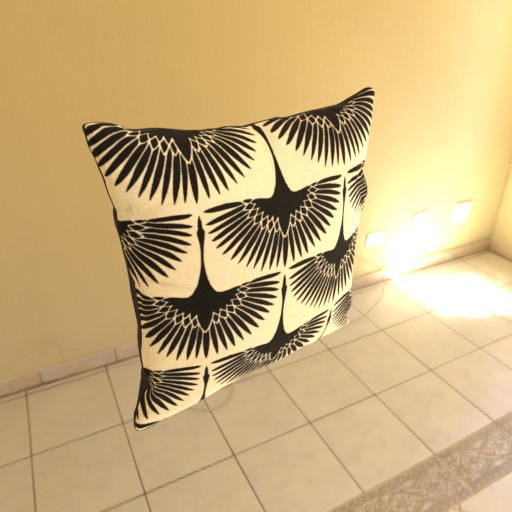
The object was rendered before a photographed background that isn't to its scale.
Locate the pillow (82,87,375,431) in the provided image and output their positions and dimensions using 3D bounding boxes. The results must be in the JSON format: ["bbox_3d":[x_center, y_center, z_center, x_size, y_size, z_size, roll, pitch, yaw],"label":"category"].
[{"bbox_3d":[0.000,0.000,0.648,0.432,0.432,0.139,-20,34,-32],"label":"pillow"}]
